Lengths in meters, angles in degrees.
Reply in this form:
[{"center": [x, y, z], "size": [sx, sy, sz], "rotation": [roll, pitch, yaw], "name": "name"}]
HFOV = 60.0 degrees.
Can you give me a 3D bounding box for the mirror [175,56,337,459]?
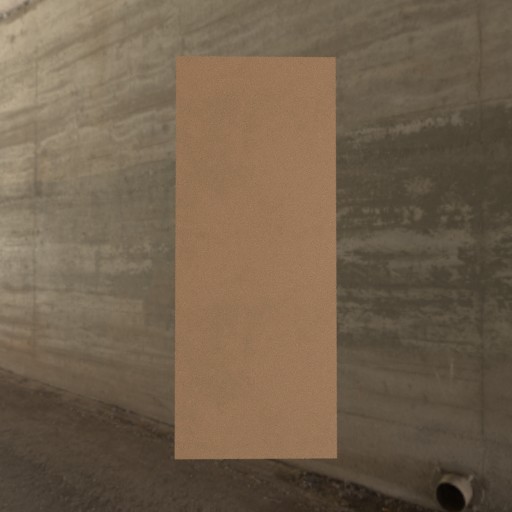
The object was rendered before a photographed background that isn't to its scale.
[{"center": [0.000, 0.000, 2.252], "size": [0.812, 2.031, 0.026], "rotation": [0, -1, -1], "name": "mirror"}]
